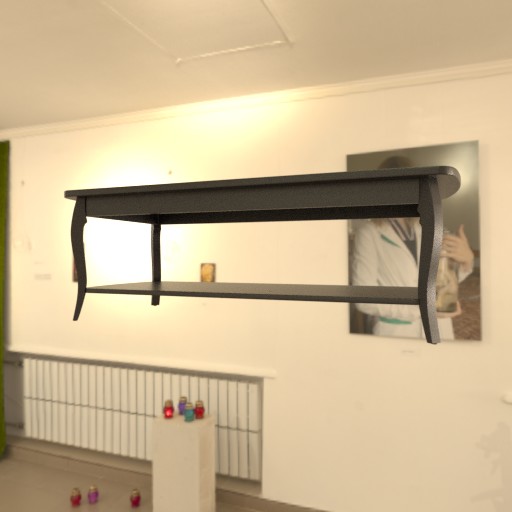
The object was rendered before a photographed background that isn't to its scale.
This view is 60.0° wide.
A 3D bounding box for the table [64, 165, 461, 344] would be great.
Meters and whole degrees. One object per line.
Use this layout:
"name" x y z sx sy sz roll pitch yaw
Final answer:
"table" 0.000 0.000 1.591 1.333 0.457 0.571 0 0 21
